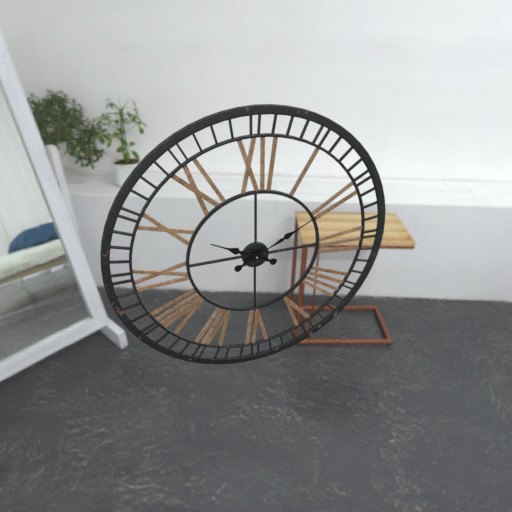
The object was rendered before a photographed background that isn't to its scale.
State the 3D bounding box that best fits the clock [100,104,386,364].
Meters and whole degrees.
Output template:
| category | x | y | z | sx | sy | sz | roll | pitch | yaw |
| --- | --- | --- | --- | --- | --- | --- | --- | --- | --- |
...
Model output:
| category | x | y | z | sx | sy | sz | roll | pitch | yaw |
| --- | --- | --- | --- | --- | --- | --- | --- | --- | --- |
| clock | 0.000 | 0.000 | 1.273 | 0.843 | 0.843 | 0.025 | -10 | 34 | -15 |
